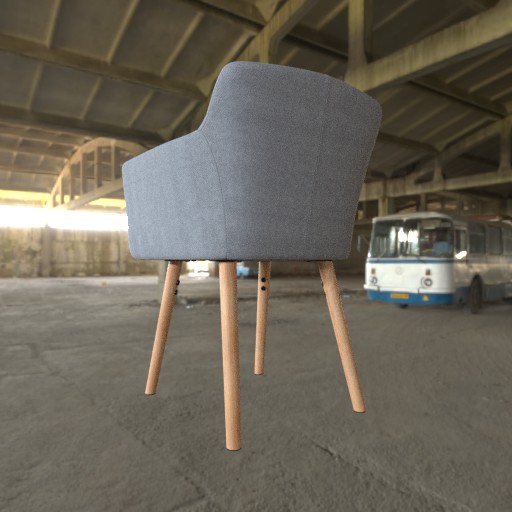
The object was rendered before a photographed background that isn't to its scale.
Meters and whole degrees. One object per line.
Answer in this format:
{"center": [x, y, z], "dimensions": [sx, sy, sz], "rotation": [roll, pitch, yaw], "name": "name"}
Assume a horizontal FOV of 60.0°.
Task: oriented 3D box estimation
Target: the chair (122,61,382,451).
{"center": [0.000, 0.000, 1.158], "dimensions": [0.570, 0.780, 0.540], "rotation": [0, 0, -35], "name": "chair"}
